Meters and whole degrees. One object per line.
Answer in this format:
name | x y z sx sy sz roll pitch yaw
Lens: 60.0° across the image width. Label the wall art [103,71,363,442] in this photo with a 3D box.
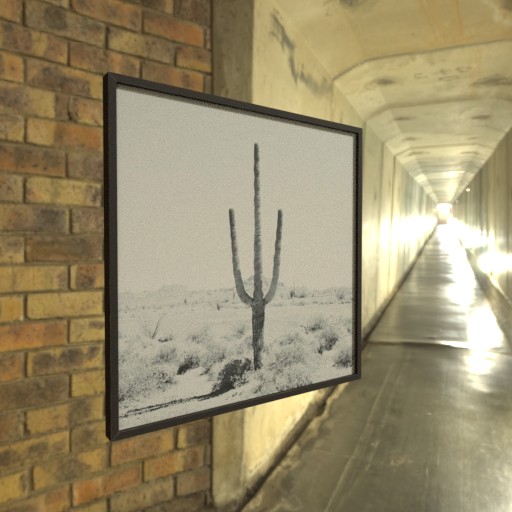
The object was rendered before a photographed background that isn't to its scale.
wall art | 0.000 0.000 1.144 0.762 0.762 0.038 -1 2 -35
